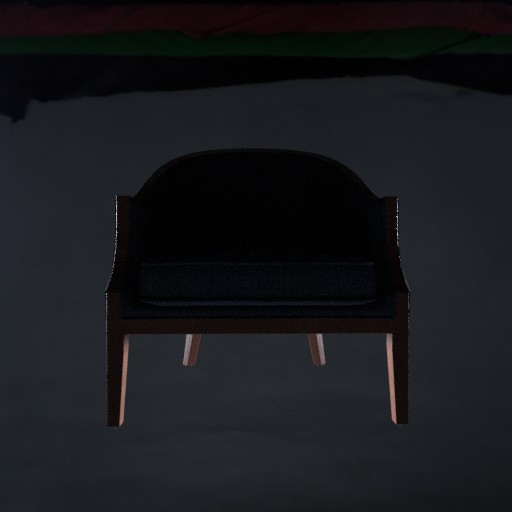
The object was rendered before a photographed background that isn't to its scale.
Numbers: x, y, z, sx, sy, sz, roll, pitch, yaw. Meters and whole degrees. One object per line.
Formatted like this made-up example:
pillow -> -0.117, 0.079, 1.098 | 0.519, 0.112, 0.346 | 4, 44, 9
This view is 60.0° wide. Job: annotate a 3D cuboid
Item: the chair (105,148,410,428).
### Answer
chair -> 0.000, 0.000, 1.464 | 0.803, 0.876, 0.735 | 0, 0, -1
